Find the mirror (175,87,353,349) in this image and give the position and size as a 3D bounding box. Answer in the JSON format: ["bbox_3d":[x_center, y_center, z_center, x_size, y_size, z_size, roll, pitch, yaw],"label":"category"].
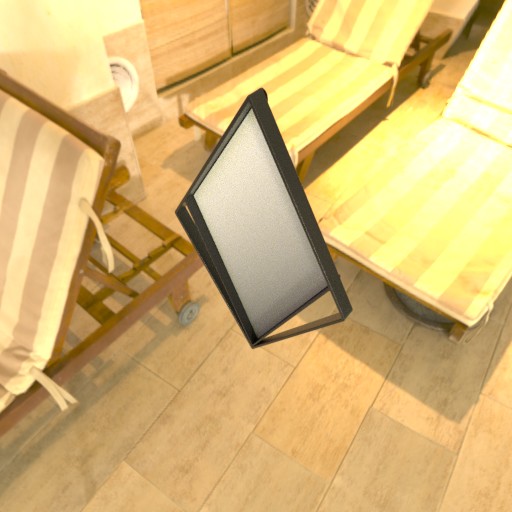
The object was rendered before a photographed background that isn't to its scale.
[{"bbox_3d":[0.000,0.000,0.853,0.419,0.679,0.032,32,56,25],"label":"mirror"}]
